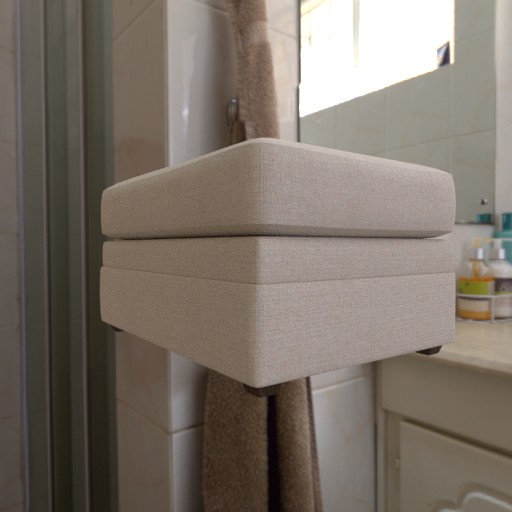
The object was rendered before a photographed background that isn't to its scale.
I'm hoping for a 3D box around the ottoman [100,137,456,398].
[{"bbox_3d":[0.000,0.000,1.247,0.637,0.478,0.885,-1,2,-36],"label":"ottoman"}]
